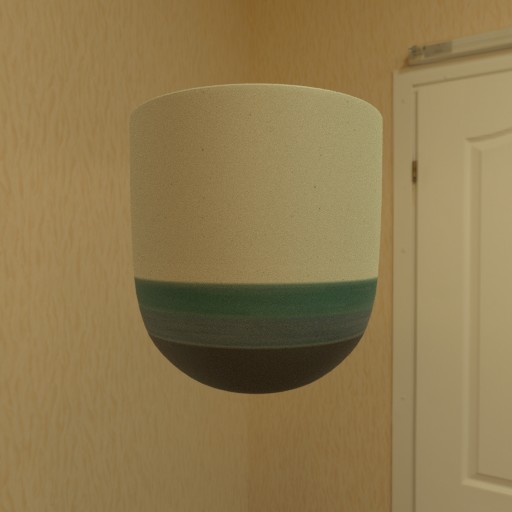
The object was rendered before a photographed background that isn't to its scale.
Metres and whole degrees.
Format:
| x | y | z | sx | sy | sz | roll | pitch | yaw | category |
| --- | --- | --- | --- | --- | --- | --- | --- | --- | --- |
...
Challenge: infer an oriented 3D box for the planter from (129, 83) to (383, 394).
| x | y | z | sx | sy | sz | roll | pitch | yaw | category |
| --- | --- | --- | --- | --- | --- | --- | --- | --- | --- |
| 0.000 | 0.000 | 0.373 | 0.204 | 0.214 | 0.204 | 0 | 1 | 0 | planter |
